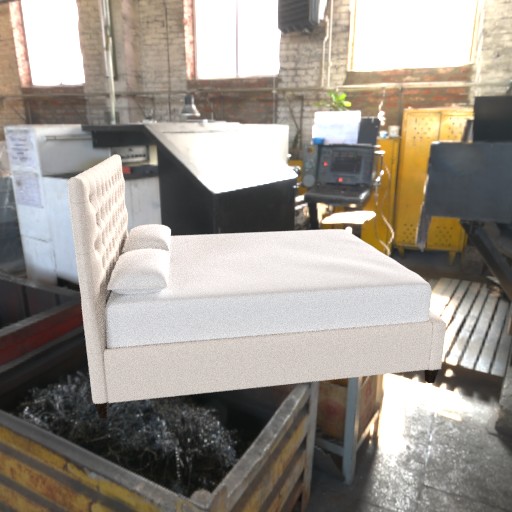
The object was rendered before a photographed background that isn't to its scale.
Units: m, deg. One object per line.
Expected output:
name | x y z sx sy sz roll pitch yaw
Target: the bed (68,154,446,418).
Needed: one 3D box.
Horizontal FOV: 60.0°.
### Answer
bed | 0.000 0.000 3.381 2.233 1.426 1.696 -3 17 -9
